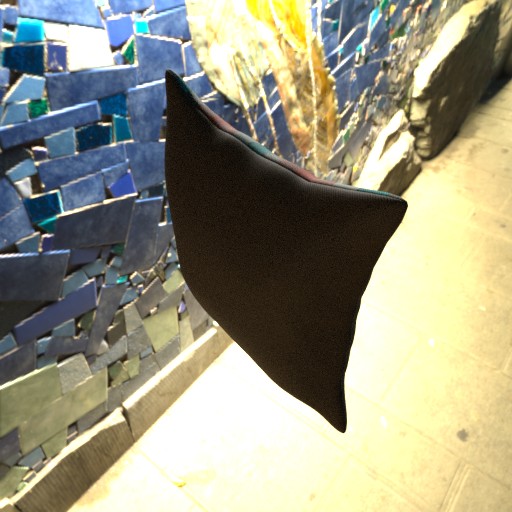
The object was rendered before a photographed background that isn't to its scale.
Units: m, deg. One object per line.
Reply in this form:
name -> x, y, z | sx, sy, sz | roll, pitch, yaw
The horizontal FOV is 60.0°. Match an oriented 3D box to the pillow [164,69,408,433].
pillow -> 0.000, 0.000, 0.685 | 0.168, 0.443, 0.453 | -27, 48, -27
